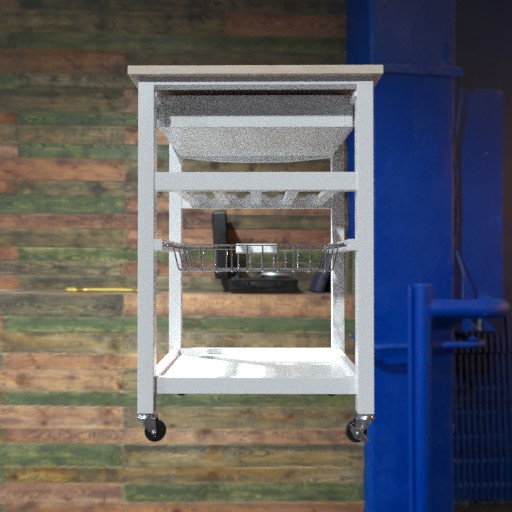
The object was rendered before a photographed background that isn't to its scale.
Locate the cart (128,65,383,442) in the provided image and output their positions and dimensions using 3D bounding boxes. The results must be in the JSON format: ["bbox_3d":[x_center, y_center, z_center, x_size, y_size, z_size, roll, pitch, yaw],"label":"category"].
[{"bbox_3d":[0.000,0.000,1.199,0.578,0.857,0.406,0,-1,0],"label":"cart"}]
